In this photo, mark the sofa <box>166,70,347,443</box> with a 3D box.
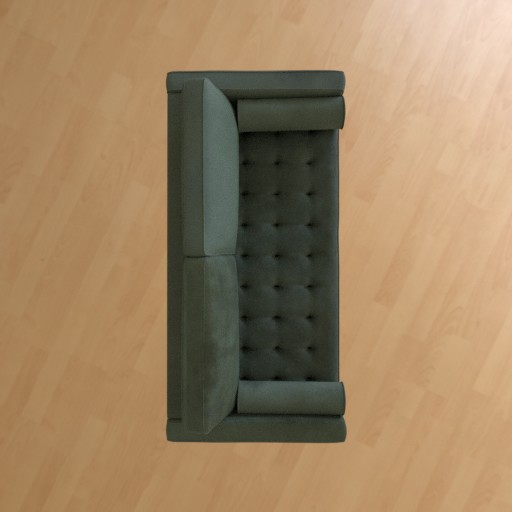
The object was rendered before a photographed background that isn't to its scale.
[{"bbox_3d":[0.000,0.000,2.382,0.916,0.772,1.880,0,90,1],"label":"sofa"}]
